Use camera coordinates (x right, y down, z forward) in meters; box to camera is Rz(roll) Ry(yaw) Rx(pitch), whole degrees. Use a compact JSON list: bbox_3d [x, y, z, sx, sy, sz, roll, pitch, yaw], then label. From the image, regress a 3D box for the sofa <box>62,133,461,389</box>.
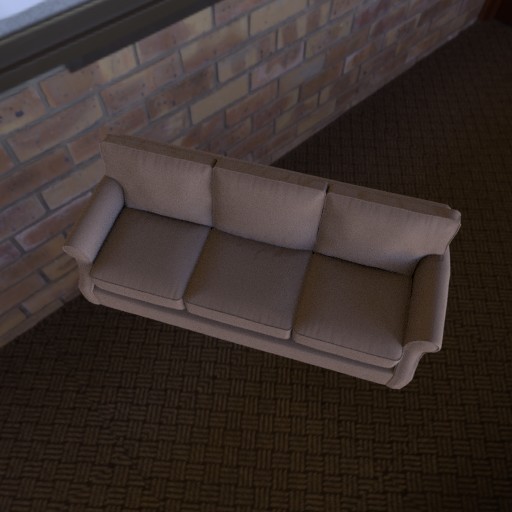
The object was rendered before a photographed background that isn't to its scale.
[{"bbox_3d":[0.000,0.000,2.867,2.353,0.948,0.966,14,60,8],"label":"sofa"}]
